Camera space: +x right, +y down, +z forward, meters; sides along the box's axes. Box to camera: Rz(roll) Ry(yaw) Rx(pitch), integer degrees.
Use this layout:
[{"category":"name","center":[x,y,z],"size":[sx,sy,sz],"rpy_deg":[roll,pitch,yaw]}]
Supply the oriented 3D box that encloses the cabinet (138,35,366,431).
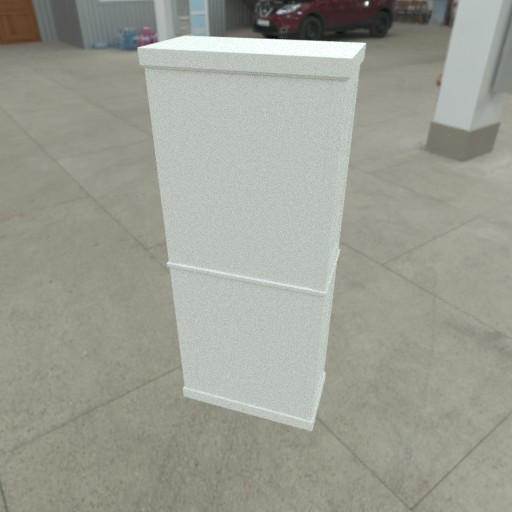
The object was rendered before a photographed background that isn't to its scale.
[{"category":"cabinet","center":[0.000,0.000,2.112],"size":[0.754,1.829,0.390],"rpy_deg":[10,34,15]}]
